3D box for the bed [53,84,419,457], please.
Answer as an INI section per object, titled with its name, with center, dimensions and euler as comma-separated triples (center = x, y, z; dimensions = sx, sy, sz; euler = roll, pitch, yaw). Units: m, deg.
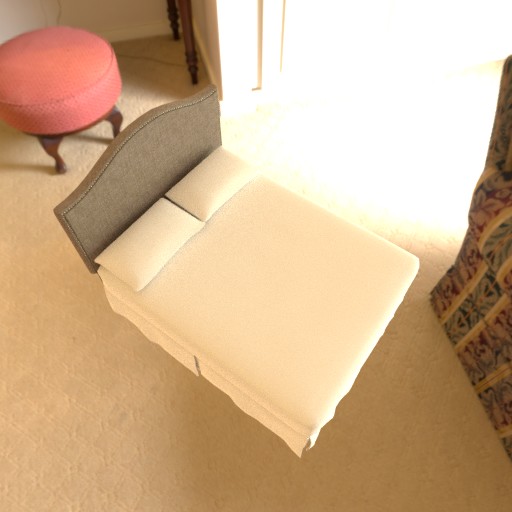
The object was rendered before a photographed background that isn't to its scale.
[bed]
center = 0.000, 0.000, 3.360
dimensions = 2.153, 1.518, 1.713
euler = 32, 62, 19
